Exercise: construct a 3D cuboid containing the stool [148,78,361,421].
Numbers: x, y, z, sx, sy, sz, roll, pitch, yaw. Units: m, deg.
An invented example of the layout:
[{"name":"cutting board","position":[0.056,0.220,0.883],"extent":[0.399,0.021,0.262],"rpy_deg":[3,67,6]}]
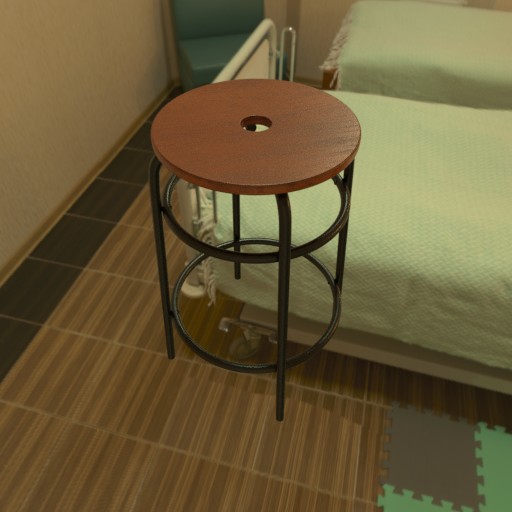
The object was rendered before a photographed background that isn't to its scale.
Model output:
[{"name":"stool","position":[0.000,0.000,0.930],"extent":[0.455,0.610,0.455],"rpy_deg":[-10,46,-10]}]
